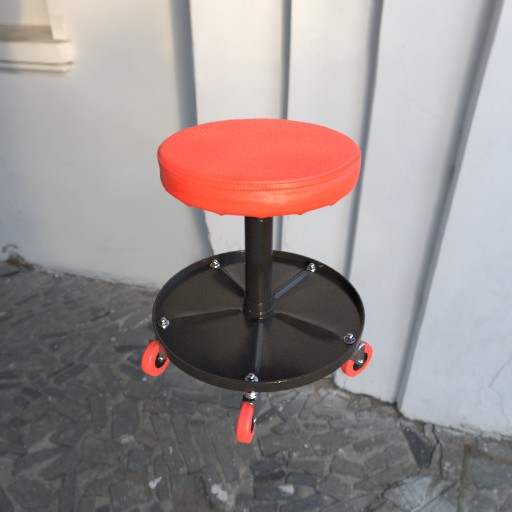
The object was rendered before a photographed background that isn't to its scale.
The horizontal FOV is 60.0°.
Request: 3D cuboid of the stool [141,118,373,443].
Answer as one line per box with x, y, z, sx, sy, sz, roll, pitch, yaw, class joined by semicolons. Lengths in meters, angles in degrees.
0.000;0.000;0.698;0.382;0.365;0.381;20;37;29;stool
